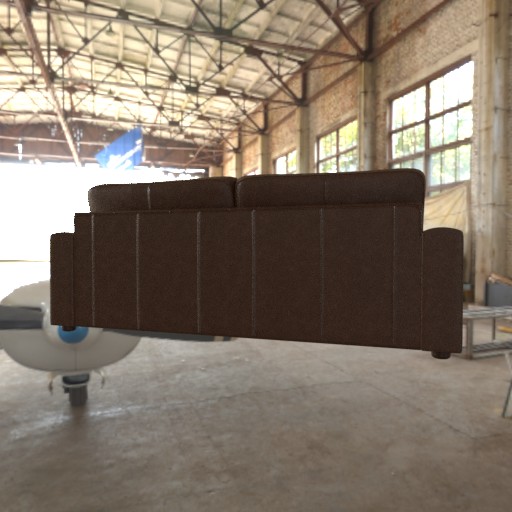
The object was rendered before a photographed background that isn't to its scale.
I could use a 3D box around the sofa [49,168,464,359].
[{"bbox_3d":[0.000,0.000,2.686,2.179,0.873,1.016,0,1,18],"label":"sofa"}]
